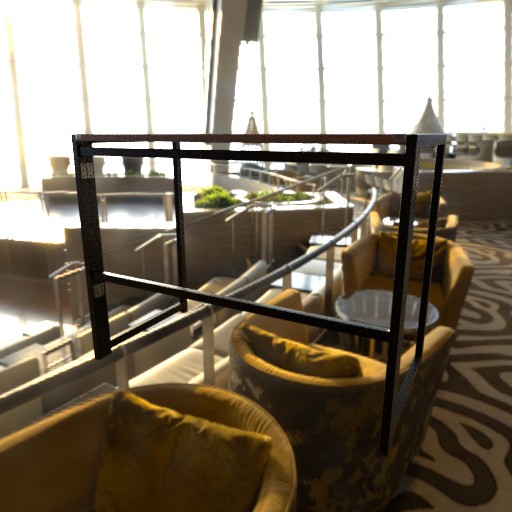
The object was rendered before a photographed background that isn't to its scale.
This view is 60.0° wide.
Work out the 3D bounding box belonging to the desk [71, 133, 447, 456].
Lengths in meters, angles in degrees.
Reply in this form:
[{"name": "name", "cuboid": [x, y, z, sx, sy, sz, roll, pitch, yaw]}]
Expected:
[{"name": "desk", "cuboid": [0.000, 0.000, 1.432, 1.016, 0.762, 0.508, 8, 17, 28]}]
